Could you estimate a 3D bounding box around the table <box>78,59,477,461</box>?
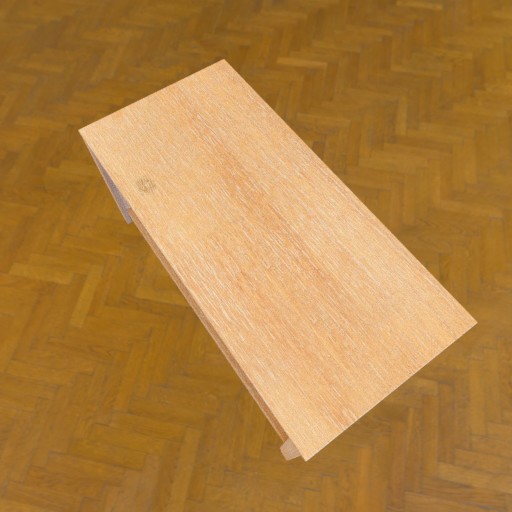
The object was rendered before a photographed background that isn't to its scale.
[{"bbox_3d":[0.000,0.000,1.306,0.483,0.457,1.016,-32,68,-15],"label":"table"}]
